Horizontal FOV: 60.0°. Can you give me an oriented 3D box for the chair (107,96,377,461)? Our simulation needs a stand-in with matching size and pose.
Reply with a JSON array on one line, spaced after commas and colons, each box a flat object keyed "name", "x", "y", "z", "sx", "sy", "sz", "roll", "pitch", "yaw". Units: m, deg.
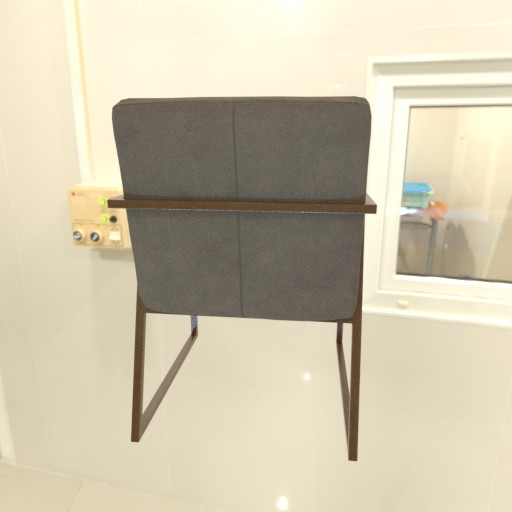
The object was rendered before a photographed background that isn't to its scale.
[{"name": "chair", "x": 0.000, "y": 0.000, "z": 1.298, "sx": 0.578, "sy": 0.843, "sz": 0.682, "roll": 2, "pitch": 16, "yaw": 7}]
